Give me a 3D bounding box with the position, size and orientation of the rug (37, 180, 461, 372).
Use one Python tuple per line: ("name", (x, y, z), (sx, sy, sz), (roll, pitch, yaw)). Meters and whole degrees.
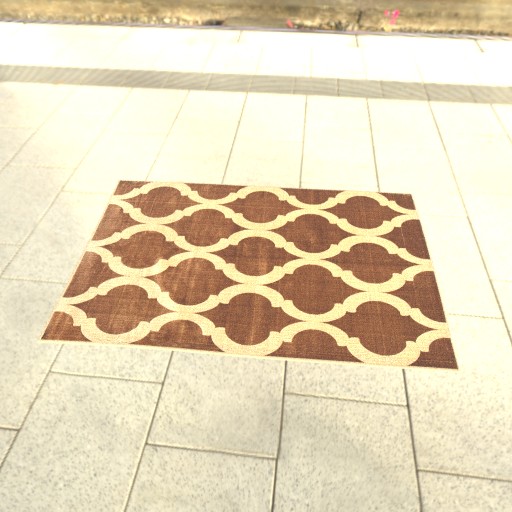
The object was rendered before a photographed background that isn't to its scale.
("rug", (0.000, 0.000, 2.900), (2.290, 0.014, 1.526), (3, 45, 3))
